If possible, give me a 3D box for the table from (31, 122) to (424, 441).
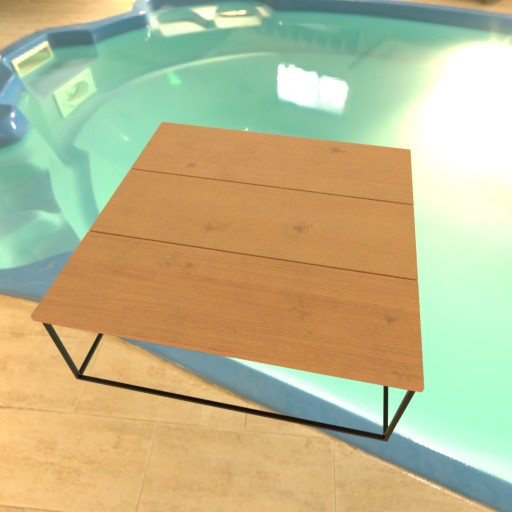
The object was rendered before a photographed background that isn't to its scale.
[{"bbox_3d":[0.000,0.000,1.714,1.100,0.400,1.100,9,47,8],"label":"table"}]
